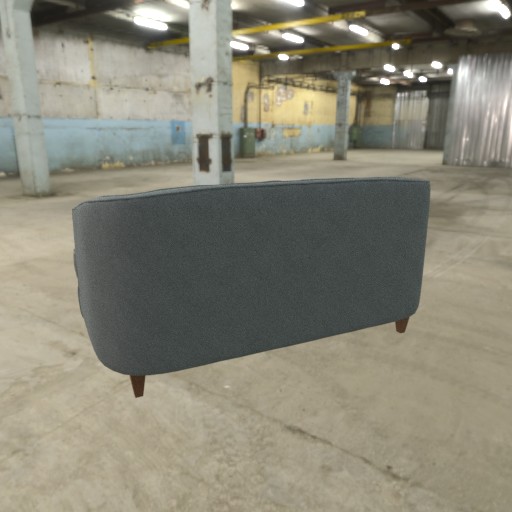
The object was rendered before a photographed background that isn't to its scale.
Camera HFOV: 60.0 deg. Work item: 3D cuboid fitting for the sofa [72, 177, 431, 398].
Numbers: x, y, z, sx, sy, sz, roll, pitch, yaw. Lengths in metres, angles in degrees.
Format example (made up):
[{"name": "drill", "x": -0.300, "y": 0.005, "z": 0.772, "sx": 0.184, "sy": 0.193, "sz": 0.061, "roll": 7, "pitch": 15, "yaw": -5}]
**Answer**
[{"name": "sofa", "x": 0.000, "y": 0.000, "z": 2.323, "sx": 1.733, "sy": 0.855, "sz": 0.941, "roll": -7, "pitch": 17, "yaw": -25}]
